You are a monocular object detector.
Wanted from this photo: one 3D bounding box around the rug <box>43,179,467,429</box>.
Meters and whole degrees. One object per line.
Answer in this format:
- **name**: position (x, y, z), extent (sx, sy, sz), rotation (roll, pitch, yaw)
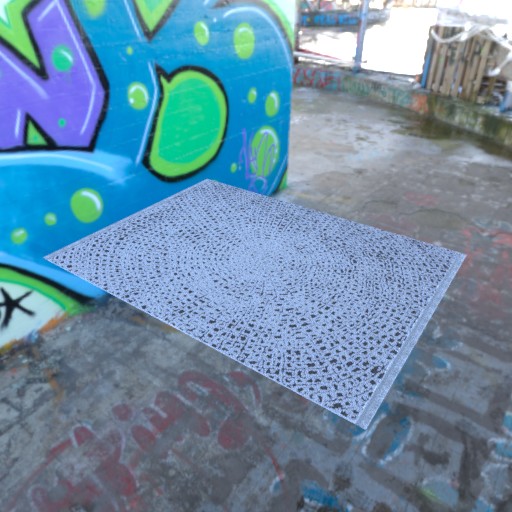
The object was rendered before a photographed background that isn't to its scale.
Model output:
- **rug**: position (0.000, 0.000, 2.112), extent (1.634, 0.003, 1.190), rotation (21, 38, 29)
